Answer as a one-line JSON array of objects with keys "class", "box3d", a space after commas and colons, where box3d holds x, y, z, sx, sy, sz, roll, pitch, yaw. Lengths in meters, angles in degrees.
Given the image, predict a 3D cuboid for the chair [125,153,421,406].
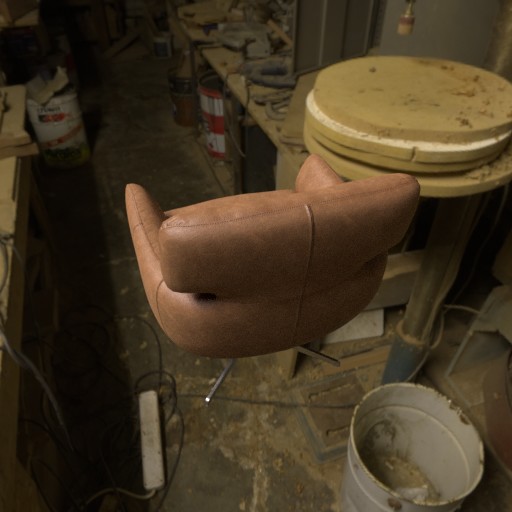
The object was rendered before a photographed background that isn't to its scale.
[{"class": "chair", "box3d": [0.000, 0.000, 1.375, 0.706, 0.812, 0.715, -12, 42, -14]}]
